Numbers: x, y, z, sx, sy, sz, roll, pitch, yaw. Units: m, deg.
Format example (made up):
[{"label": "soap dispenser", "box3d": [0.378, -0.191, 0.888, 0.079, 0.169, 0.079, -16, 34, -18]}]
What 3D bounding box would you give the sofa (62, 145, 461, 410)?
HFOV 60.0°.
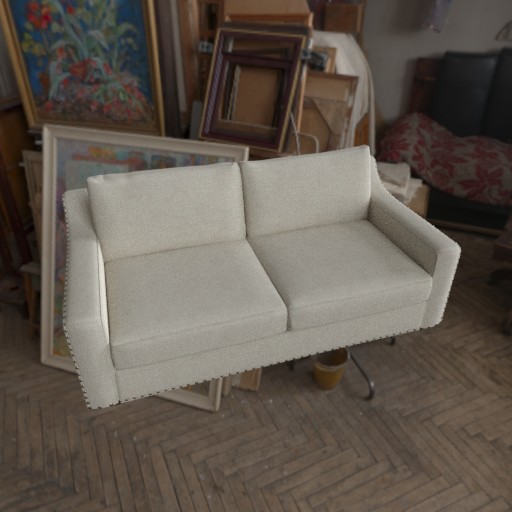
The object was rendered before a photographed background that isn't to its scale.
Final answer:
[{"label": "sofa", "box3d": [0.000, 0.000, 2.685, 2.107, 0.983, 1.104, -10, 34, -15]}]
